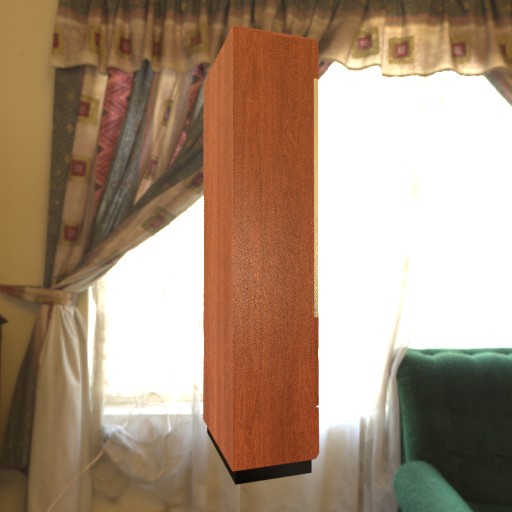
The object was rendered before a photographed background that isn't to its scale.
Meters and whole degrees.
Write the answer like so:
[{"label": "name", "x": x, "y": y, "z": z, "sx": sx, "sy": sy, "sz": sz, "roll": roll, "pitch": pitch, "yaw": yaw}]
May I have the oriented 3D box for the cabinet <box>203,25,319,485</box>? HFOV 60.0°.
[{"label": "cabinet", "x": 0.000, "y": 0.000, "z": 2.274, "sx": 0.420, "sy": 1.980, "sz": 0.660, "roll": 0, "pitch": -1, "yaw": -18}]
